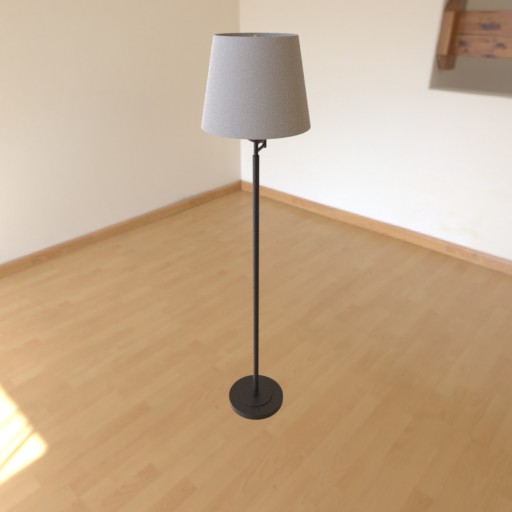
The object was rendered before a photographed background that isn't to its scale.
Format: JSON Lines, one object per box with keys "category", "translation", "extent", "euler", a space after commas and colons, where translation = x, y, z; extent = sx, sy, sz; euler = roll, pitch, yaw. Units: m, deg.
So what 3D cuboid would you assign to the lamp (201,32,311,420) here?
{"category": "lamp", "translation": [0.000, 0.000, 1.646], "extent": [0.348, 1.473, 0.348], "euler": [9, 30, 15]}
